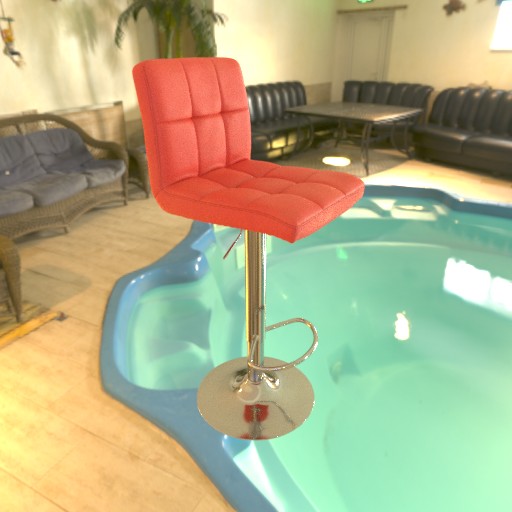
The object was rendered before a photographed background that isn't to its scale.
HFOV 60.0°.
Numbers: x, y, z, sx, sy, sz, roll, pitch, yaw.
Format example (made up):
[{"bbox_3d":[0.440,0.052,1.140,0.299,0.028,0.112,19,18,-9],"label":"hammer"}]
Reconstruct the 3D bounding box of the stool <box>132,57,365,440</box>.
[{"bbox_3d":[0.000,0.000,1.371,0.505,1.115,0.430,16,30,31],"label":"stool"}]
